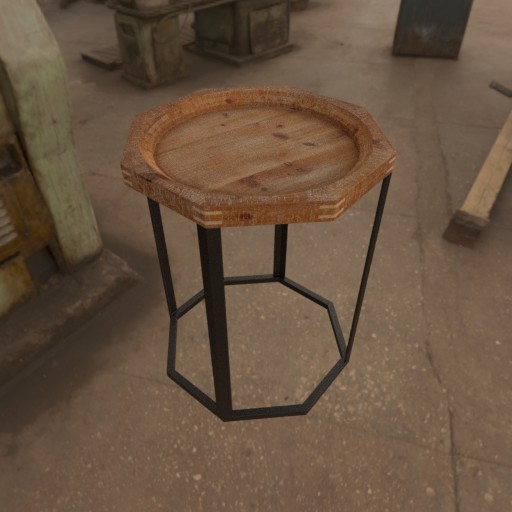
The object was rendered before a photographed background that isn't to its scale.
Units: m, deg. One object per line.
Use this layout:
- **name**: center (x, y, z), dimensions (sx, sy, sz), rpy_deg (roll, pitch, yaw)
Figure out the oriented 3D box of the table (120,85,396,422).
- **table**: center (0.000, 0.000, 0.918), dimensions (0.458, 0.543, 0.458), rpy_deg (11, 42, 13)
